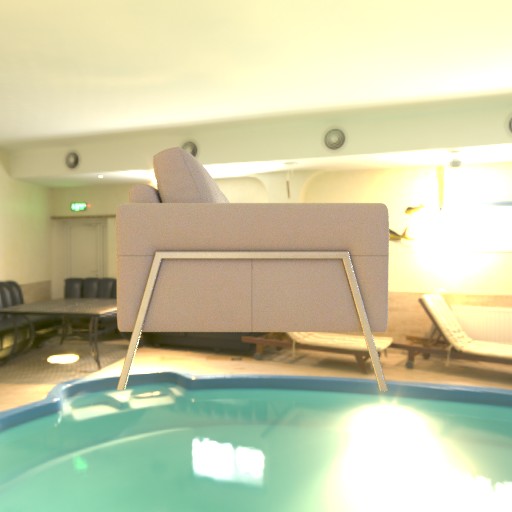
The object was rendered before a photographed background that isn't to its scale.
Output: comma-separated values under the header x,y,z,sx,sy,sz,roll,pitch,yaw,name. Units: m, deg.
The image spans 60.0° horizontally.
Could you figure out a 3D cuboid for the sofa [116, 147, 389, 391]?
x,y,z,sx,sy,sz,roll,pitch,yaw,name
0.000,0.000,2.505,0.953,0.875,2.017,0,1,1,sofa
